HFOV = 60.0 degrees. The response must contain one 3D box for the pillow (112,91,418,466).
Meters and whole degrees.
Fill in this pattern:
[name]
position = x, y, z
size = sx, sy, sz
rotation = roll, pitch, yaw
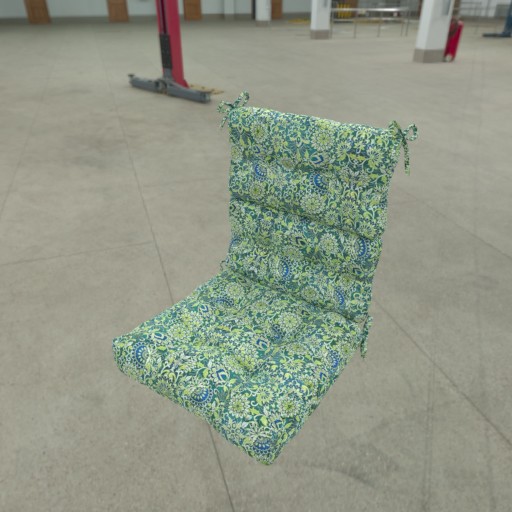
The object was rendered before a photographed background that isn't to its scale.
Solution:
[pillow]
position = 0.000, 0.000, 1.035
size = 0.519, 0.605, 0.571
rotation = 21, 37, 30
